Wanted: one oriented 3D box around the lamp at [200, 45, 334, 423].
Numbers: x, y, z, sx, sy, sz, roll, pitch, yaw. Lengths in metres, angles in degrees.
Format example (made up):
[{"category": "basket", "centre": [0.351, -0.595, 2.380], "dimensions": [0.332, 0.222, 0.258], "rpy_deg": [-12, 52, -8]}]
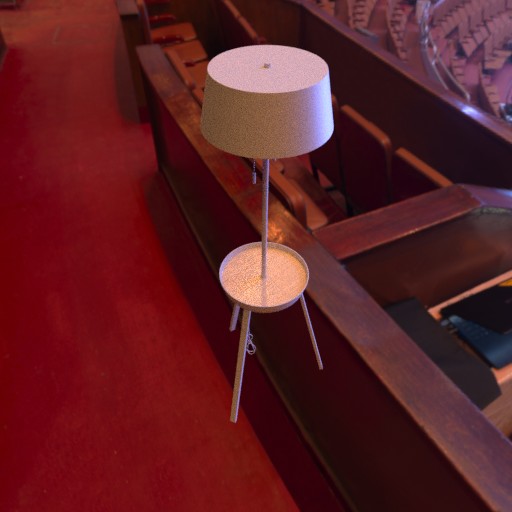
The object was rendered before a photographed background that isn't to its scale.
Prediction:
[{"category": "lamp", "centre": [0.000, 0.000, 1.631], "dimensions": [0.508, 1.429, 0.468], "rpy_deg": [-25, 50, -23]}]
